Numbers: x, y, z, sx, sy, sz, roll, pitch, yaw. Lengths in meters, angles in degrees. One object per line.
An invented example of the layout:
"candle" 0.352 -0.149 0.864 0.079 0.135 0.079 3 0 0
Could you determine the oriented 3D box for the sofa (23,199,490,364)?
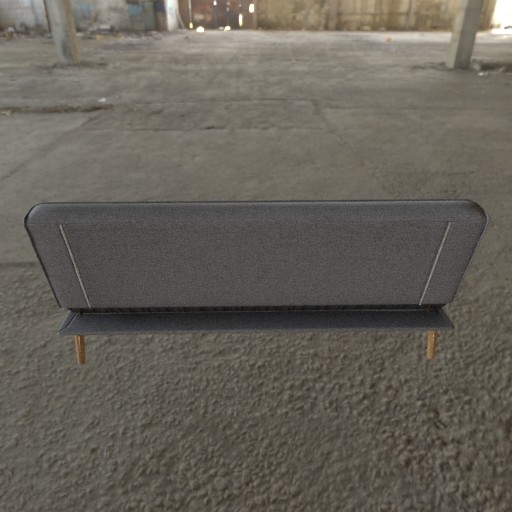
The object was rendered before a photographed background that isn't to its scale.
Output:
"sofa" 0.000 0.000 2.246 1.820 0.830 0.810 -1 29 -1
